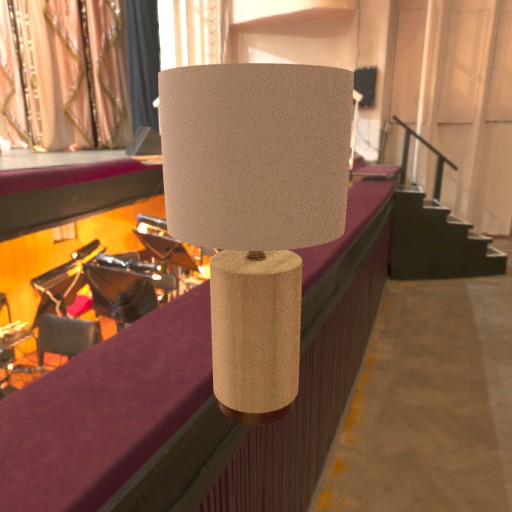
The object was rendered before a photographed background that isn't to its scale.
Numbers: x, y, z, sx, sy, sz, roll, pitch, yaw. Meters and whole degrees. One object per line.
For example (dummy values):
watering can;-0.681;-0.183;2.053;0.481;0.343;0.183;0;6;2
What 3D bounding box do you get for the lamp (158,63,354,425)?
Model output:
lamp;0.000;0.000;0.586;0.228;0.444;0.228;9;19;26
